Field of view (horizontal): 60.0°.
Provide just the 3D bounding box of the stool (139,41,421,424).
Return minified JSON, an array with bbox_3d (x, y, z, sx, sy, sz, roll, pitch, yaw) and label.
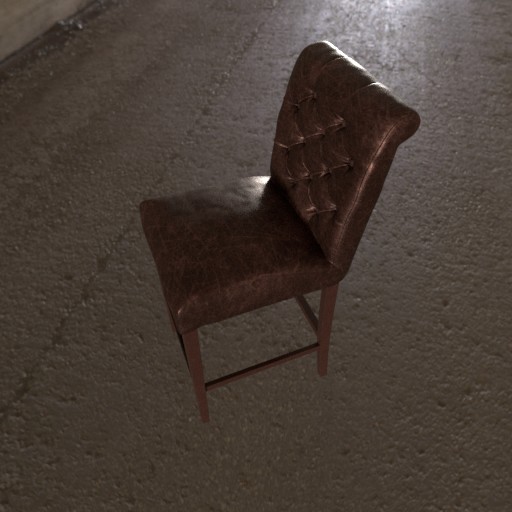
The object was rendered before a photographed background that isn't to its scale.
[{"bbox_3d":[0.000,0.000,1.487,0.659,1.168,0.483,-17,49,-15],"label":"stool"}]
